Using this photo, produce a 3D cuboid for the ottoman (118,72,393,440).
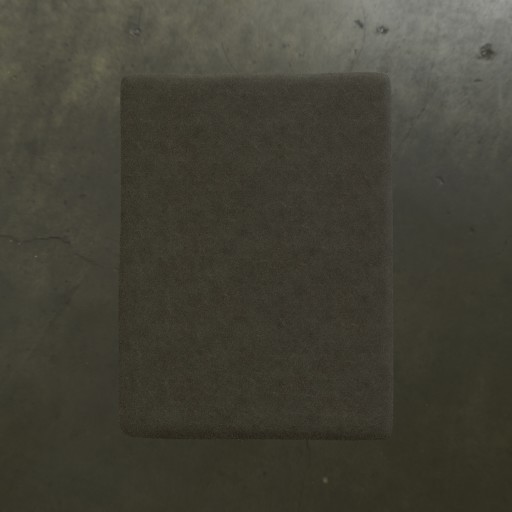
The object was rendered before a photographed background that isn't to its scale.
[{"bbox_3d":[0.000,0.000,1.206,0.639,0.464,0.839,0,89,1],"label":"ottoman"}]
